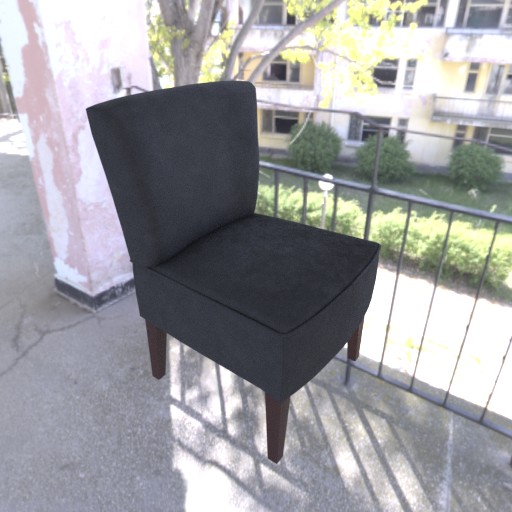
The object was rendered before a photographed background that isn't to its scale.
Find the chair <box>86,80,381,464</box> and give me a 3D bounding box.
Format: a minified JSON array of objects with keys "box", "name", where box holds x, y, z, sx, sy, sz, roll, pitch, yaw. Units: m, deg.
[{"box":[0.000,0.000,1.171,0.554,0.806,0.521,19,34,31],"name":"chair"}]
